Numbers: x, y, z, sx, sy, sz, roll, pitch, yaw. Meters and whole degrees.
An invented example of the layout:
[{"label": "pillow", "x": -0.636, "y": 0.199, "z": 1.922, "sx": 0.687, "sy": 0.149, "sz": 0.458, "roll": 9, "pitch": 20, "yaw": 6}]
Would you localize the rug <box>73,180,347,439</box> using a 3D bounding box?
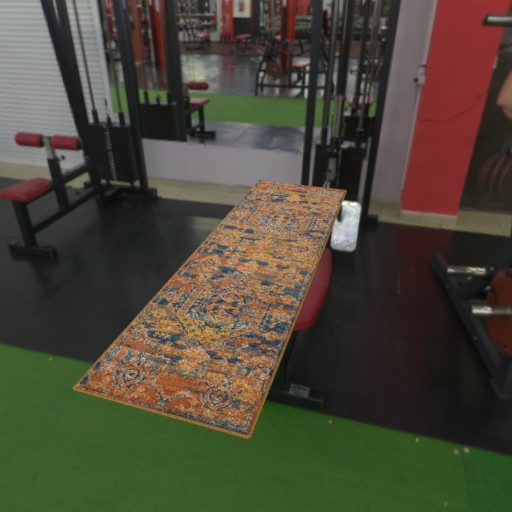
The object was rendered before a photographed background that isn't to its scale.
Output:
[{"label": "rug", "x": 0.000, "y": 0.000, "z": 1.981, "sx": 0.556, "sy": 0.013, "sz": 1.820, "roll": 9, "pitch": 31, "yaw": 15}]
